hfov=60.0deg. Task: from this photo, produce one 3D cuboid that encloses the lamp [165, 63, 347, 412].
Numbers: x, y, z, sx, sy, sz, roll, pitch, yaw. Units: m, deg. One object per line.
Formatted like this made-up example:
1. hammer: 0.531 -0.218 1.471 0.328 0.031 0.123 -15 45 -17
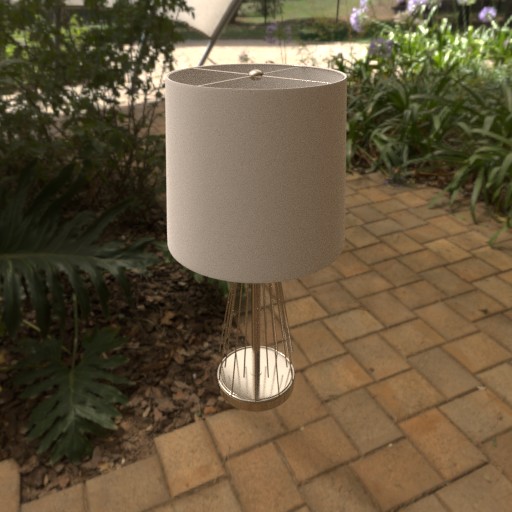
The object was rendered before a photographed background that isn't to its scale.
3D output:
1. lamp: 0.000 0.000 0.791 0.303 0.618 0.303 0 30 0
